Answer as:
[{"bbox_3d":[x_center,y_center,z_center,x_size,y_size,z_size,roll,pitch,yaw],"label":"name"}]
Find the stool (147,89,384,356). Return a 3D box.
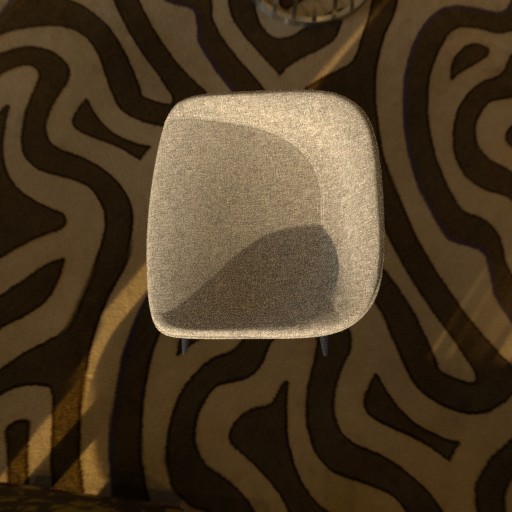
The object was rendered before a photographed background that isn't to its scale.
[{"bbox_3d":[0.000,0.000,1.122,0.480,0.814,0.469,1,76,0],"label":"stool"}]
